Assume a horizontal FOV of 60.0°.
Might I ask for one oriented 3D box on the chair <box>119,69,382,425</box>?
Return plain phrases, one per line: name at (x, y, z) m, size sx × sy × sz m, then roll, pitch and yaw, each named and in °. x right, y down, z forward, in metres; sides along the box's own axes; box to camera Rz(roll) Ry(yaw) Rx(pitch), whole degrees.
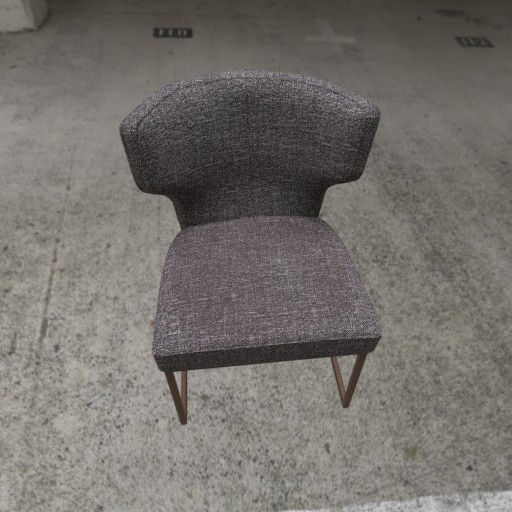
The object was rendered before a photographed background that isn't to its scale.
chair at (0.000, 0.000, 1.255) m, size 0.611 × 0.824 × 0.617 m, roll -4°, pitch 47°, yaw -4°
